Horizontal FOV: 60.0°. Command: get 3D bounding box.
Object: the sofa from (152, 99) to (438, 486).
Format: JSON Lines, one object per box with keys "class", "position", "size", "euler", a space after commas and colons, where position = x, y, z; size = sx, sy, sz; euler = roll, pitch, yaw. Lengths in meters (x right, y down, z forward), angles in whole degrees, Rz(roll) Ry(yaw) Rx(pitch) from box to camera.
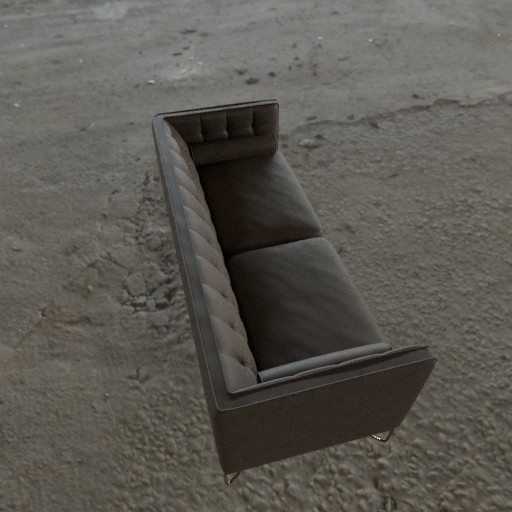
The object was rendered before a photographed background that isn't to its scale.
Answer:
{"class": "sofa", "position": [0.000, 0.000, 2.503], "size": [0.867, 0.789, 2.087], "euler": [-11, 47, -10]}
